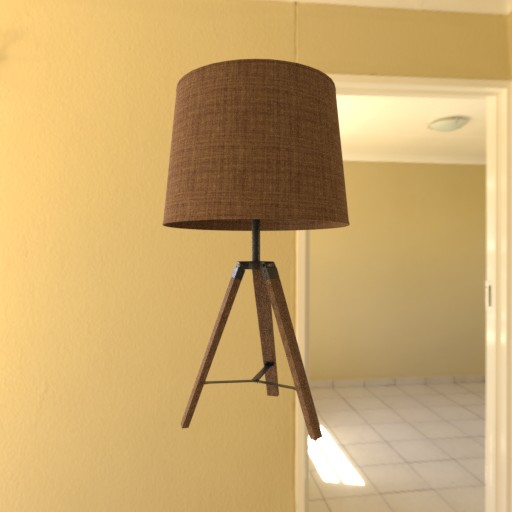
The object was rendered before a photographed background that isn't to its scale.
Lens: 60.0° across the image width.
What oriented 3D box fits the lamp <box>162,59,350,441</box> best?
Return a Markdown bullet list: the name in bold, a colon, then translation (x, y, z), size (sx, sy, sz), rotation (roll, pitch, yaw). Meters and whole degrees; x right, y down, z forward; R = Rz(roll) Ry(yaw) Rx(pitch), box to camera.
- **lamp**: translation (0.000, 0.000, 0.701), size (0.290, 0.514, 0.290), rotation (0, 0, 0)
